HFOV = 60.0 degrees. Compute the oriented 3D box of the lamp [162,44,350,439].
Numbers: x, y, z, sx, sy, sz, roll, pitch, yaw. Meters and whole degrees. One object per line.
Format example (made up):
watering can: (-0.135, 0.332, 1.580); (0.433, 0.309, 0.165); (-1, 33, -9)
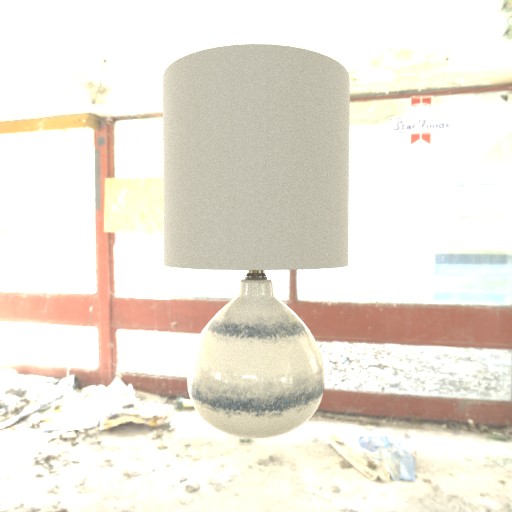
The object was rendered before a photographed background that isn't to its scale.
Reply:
lamp: (0.000, 0.000, 0.528); (0.216, 0.404, 0.216); (1, 2, 35)
